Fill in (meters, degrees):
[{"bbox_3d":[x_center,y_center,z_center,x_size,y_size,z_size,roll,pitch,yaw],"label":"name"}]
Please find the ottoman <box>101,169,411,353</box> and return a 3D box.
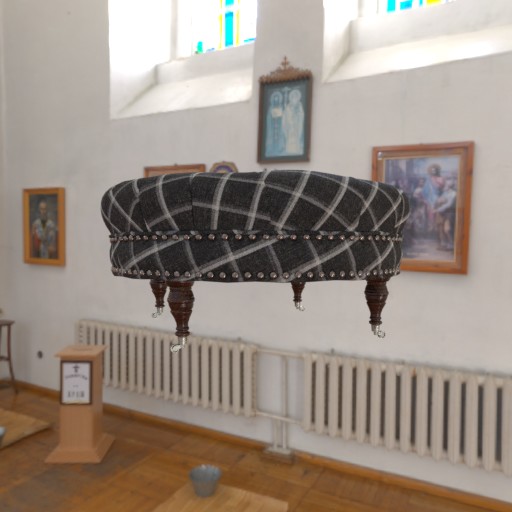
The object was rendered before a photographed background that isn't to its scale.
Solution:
[{"bbox_3d":[0.000,0.000,1.364,0.901,0.439,0.901,0,1,0],"label":"ottoman"}]
